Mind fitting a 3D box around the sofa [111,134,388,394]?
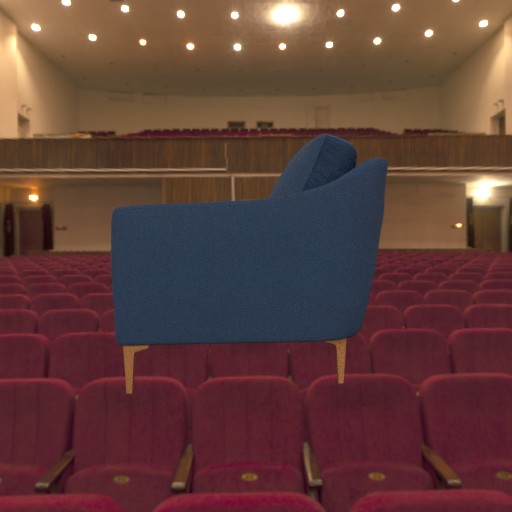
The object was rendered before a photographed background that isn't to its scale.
[{"bbox_3d":[0.000,0.000,2.212,0.960,0.902,1.619,0,0,0],"label":"sofa"}]
